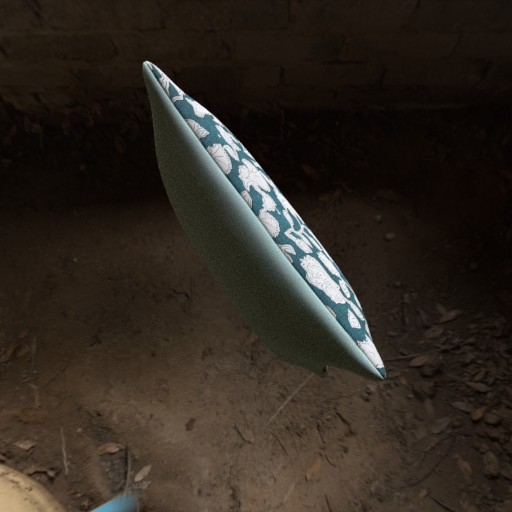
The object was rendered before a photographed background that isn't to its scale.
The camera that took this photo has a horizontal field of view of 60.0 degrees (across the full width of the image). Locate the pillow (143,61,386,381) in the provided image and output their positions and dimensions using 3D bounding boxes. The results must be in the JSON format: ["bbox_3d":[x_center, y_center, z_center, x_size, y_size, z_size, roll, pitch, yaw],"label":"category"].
[{"bbox_3d":[0.000,0.000,0.803,0.166,0.508,0.525,-34,77,-9],"label":"pillow"}]
